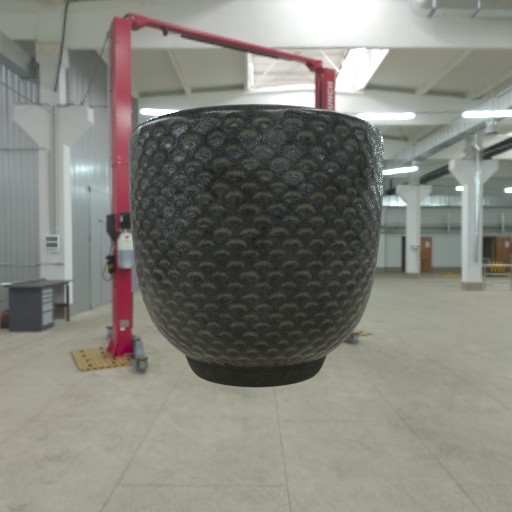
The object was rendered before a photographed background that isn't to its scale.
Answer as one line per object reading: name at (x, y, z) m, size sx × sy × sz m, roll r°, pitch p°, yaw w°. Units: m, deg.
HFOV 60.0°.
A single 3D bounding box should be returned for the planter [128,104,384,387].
planter at (0.000, 0.000, 0.312) m, size 0.172 × 0.160 × 0.172 m, roll 0°, pitch 1°, yaw 0°
